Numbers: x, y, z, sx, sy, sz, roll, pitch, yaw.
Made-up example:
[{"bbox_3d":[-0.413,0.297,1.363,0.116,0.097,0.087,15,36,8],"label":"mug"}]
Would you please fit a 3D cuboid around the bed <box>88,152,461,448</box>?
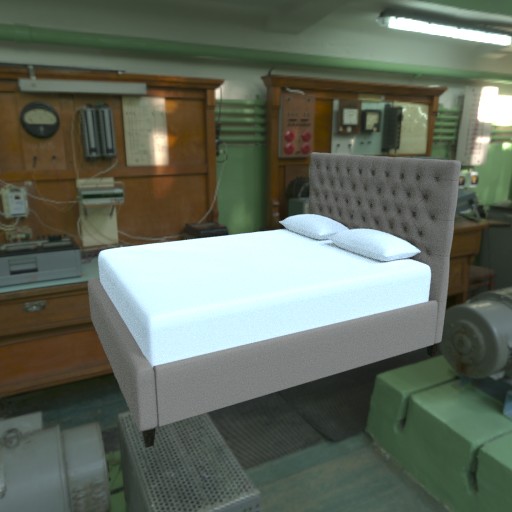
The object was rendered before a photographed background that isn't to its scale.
[{"bbox_3d":[0.000,0.000,3.323,2.233,1.426,1.696,-8,17,-27],"label":"bed"}]
